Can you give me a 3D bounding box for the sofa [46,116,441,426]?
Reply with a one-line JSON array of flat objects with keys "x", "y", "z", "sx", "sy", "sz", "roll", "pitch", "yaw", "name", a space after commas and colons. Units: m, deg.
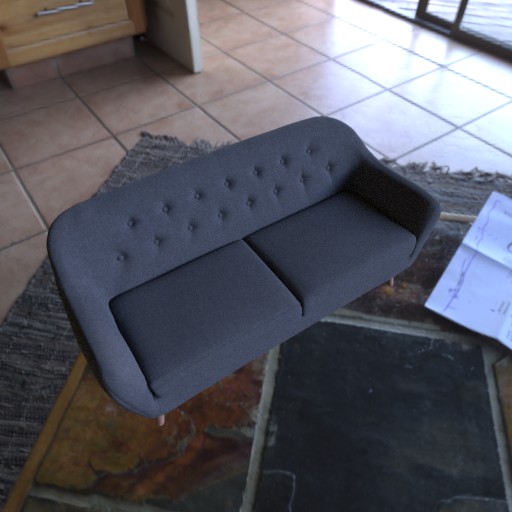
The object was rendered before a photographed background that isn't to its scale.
[{"x": 0.000, "y": 0.000, "z": 2.262, "sx": 1.840, "sy": 0.820, "sz": 0.820, "roll": -26, "pitch": 52, "yaw": -22, "name": "sofa"}]
